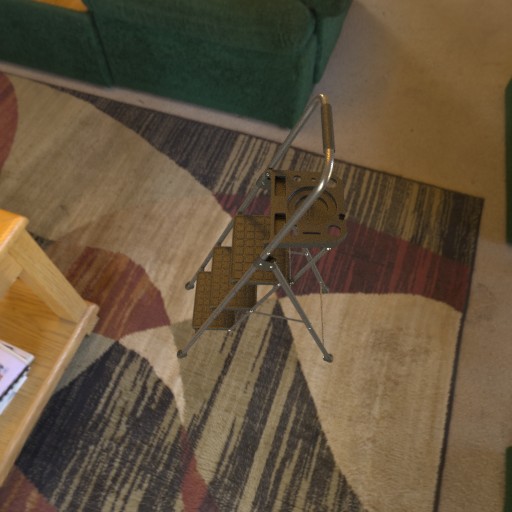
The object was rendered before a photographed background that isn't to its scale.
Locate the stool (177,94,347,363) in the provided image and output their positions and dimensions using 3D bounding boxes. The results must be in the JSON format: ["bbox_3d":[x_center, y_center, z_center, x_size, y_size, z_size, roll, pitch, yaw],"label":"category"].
[{"bbox_3d":[0.000,0.000,1.610,0.733,1.277,0.396,1,60,1],"label":"stool"}]
